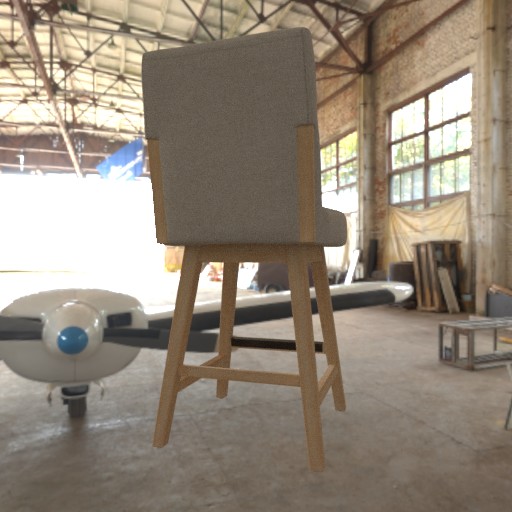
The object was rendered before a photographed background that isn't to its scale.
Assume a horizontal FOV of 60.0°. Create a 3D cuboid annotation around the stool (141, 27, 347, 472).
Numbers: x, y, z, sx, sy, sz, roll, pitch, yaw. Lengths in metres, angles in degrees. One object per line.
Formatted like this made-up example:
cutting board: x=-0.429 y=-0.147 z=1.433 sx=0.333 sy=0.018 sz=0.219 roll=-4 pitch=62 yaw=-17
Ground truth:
stool: x=0.000 y=0.000 z=1.371 sx=0.507 sy=1.085 sz=0.606 roll=0 pitch=0 yaw=18
